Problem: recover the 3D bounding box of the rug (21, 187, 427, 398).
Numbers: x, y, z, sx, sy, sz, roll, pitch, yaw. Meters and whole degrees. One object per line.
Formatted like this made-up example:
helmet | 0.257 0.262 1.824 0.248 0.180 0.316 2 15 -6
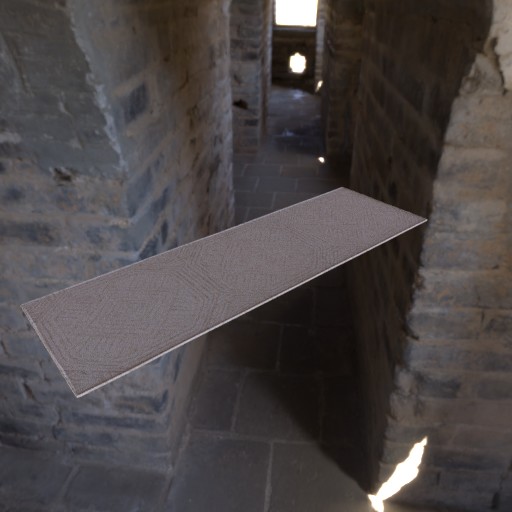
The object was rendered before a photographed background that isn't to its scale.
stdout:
rug | 0.000 0.000 2.654 2.452 0.012 0.775 -23 38 -33
